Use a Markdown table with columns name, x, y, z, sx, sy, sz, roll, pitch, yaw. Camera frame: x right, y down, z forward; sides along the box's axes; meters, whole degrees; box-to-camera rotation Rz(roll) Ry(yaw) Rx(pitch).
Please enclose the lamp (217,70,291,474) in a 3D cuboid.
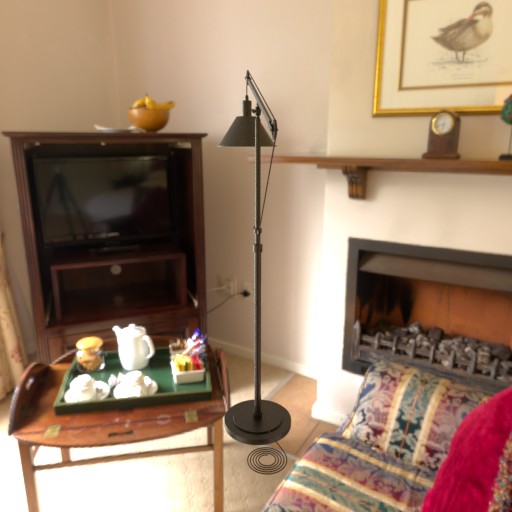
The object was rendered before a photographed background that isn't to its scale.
| name | x | y | z | sx | sy | sz | roll | pitch | yaw |
| --- | --- | --- | --- | --- | --- | --- | --- | --- | --- |
| lamp | 0.000 | 0.000 | 1.975 | 0.319 | 1.626 | 0.904 | -2 | 14 | -8 |
